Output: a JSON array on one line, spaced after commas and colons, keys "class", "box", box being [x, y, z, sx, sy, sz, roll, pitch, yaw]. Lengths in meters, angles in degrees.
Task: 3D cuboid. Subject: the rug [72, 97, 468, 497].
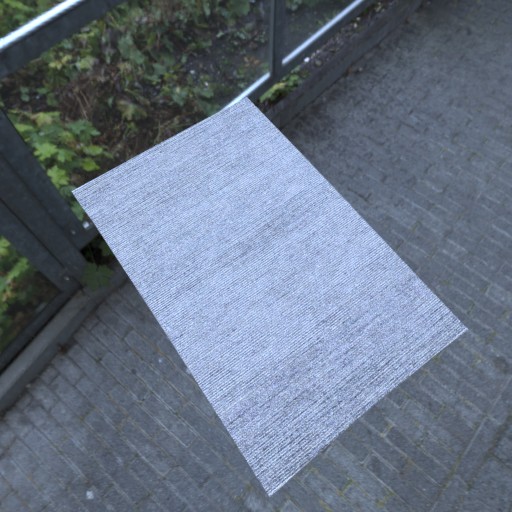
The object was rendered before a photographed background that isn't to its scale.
[{"class": "rug", "box": [0.000, 0.000, 2.217, 1.159, 0.021, 1.789, -33, 69, -14]}]
